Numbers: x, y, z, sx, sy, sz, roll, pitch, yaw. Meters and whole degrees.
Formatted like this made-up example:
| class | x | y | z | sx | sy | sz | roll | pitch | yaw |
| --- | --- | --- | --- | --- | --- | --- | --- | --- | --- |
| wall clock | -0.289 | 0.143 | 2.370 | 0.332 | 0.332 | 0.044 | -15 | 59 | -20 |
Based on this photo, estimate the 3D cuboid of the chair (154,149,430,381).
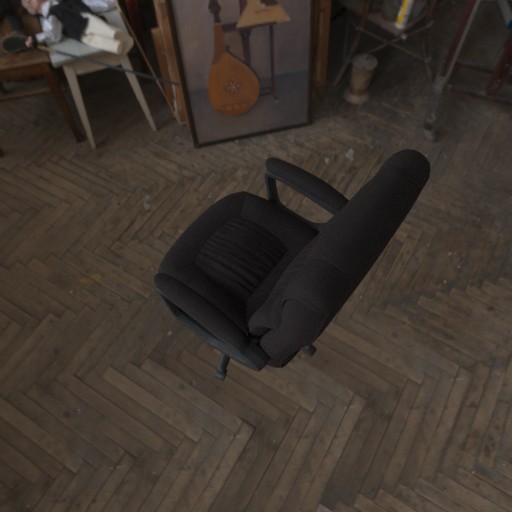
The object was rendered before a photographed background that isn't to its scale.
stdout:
| class | x | y | z | sx | sy | sz | roll | pitch | yaw |
| --- | --- | --- | --- | --- | --- | --- | --- | --- | --- |
| chair | 0.000 | 0.000 | 1.508 | 0.724 | 1.105 | 0.667 | 34 | 67 | 17 |
